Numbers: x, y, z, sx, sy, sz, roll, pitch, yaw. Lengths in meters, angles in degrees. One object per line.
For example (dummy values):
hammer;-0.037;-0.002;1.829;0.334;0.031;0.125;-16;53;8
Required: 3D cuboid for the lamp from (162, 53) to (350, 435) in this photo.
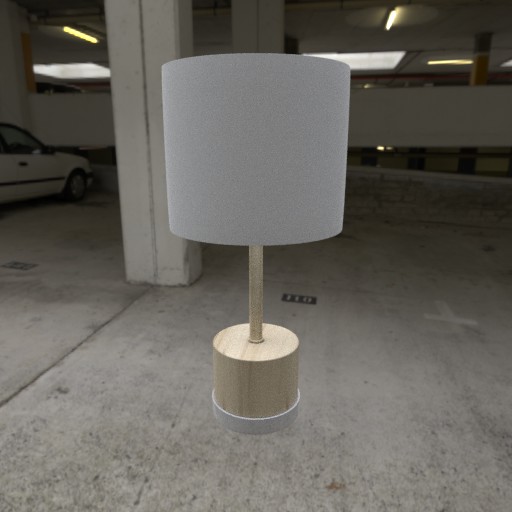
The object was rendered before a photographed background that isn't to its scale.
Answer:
lamp;0.000;0.000;0.603;0.229;0.470;0.229;3;15;10
